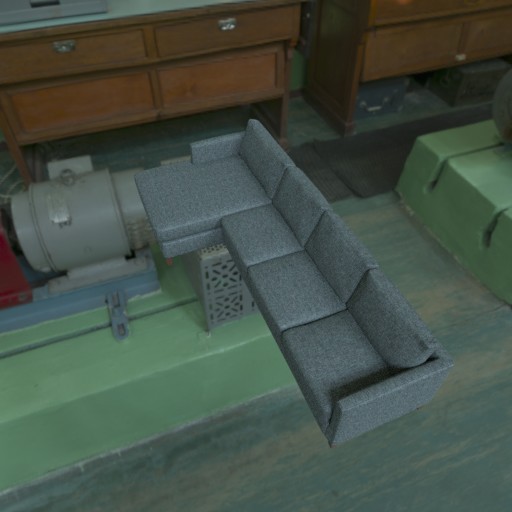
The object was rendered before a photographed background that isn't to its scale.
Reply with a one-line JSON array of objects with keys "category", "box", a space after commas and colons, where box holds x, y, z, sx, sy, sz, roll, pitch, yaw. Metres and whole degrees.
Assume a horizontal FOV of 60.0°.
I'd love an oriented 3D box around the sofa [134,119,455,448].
[{"category": "sofa", "box": [0.000, 0.000, 4.173, 1.635, 0.960, 3.485, -17, 48, -15]}]
